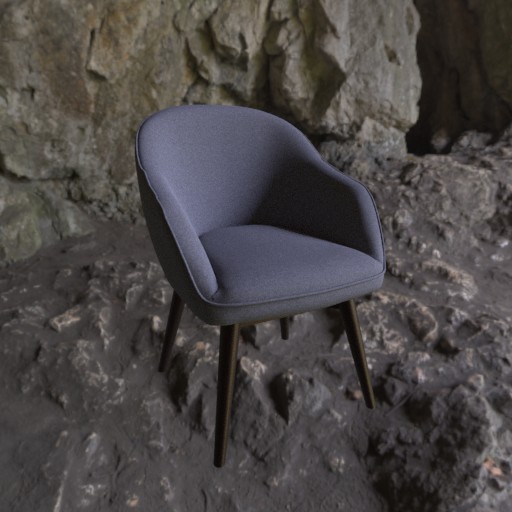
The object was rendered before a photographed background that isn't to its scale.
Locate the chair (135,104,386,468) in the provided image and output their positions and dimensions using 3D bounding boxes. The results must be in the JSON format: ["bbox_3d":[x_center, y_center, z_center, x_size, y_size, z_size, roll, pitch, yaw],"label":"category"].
[{"bbox_3d":[0.000,0.000,1.229,0.589,0.810,0.611,-9,19,-27],"label":"chair"}]
